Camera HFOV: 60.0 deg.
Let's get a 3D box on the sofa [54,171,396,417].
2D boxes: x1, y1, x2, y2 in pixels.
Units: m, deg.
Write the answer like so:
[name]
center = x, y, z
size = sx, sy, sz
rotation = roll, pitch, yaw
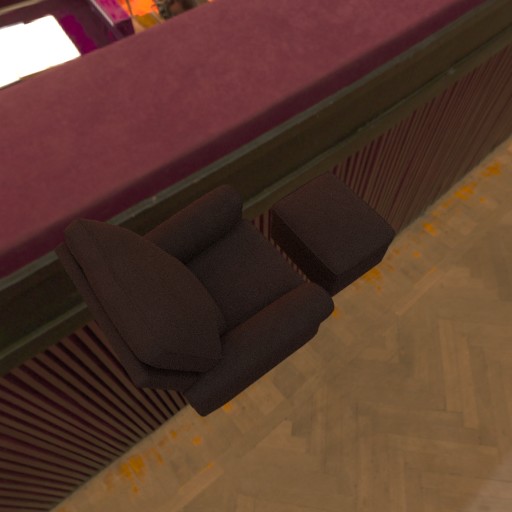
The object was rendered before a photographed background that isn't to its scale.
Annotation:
[sofa]
center = 0.000, 0.000, 2.118
size = 1.478, 0.959, 0.880
rotation = -33, 65, -18
